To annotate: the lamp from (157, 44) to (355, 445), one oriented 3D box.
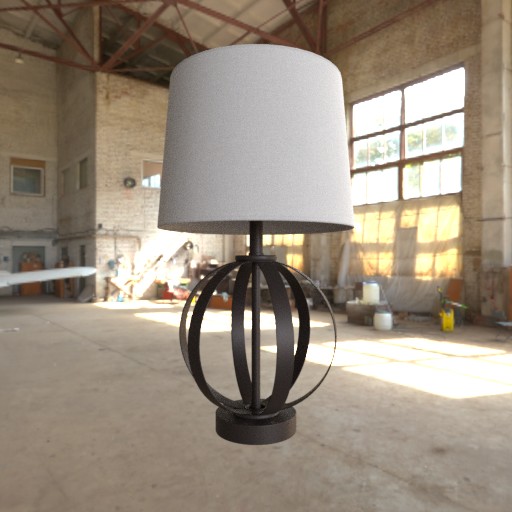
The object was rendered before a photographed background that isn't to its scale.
[{"bbox_3d":[0.000,0.000,0.659,0.286,0.510,0.286,0,-1,0],"label":"lamp"}]
